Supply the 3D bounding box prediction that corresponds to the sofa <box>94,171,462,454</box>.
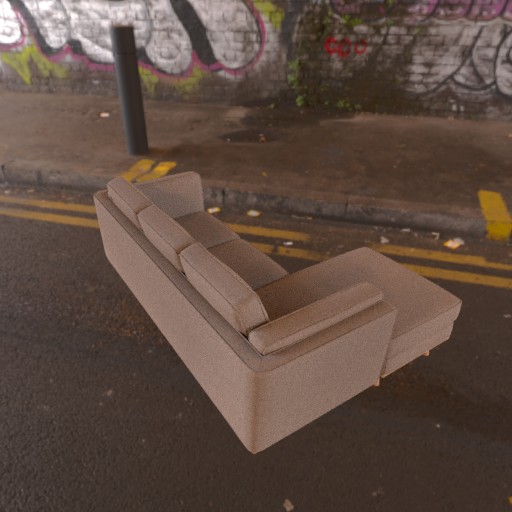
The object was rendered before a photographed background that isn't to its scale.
[{"bbox_3d":[0.000,0.000,3.217,1.604,0.929,2.411,-19,36,-28],"label":"sofa"}]
